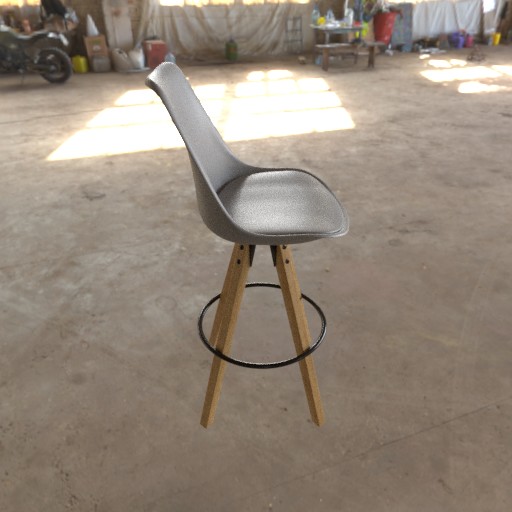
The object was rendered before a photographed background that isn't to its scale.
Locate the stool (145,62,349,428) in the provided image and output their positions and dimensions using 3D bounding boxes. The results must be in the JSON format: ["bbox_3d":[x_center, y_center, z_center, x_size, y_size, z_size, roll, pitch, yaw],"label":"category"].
[{"bbox_3d":[0.000,0.000,1.418,0.550,1.115,0.485,0,32,-1],"label":"stool"}]
